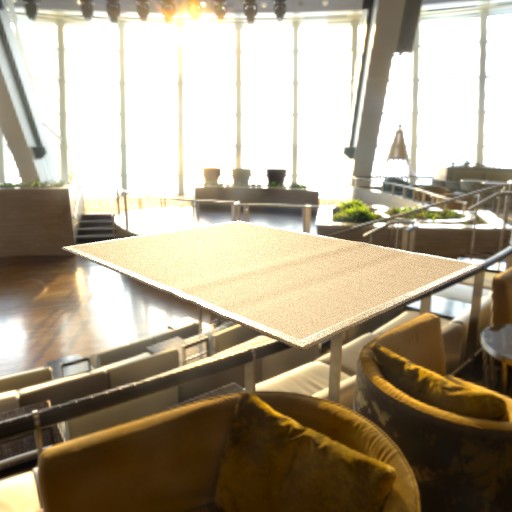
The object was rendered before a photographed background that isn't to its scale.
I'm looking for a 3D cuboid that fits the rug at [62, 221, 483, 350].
[{"bbox_3d":[0.000,0.000,4.748,2.734,0.037,3.659,-13,19,-42],"label":"rug"}]
